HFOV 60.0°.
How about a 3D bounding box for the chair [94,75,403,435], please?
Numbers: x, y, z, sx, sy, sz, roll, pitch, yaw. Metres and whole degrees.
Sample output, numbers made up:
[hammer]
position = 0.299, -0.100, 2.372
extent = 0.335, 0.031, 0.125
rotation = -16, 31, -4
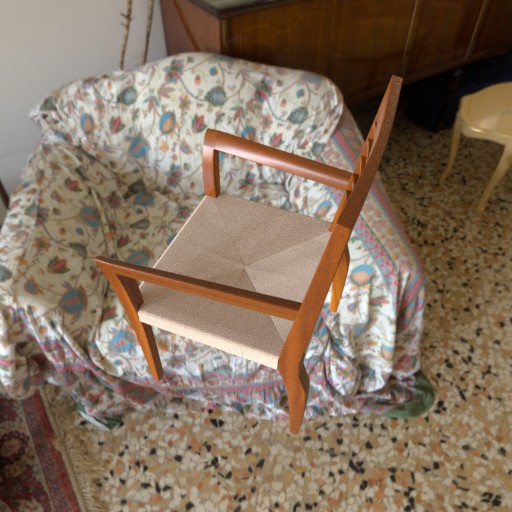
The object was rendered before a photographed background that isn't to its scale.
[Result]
[chair]
position = 0.000, 0.000, 1.219
extent = 0.540, 0.855, 0.587
rotation = 15, 48, 14
